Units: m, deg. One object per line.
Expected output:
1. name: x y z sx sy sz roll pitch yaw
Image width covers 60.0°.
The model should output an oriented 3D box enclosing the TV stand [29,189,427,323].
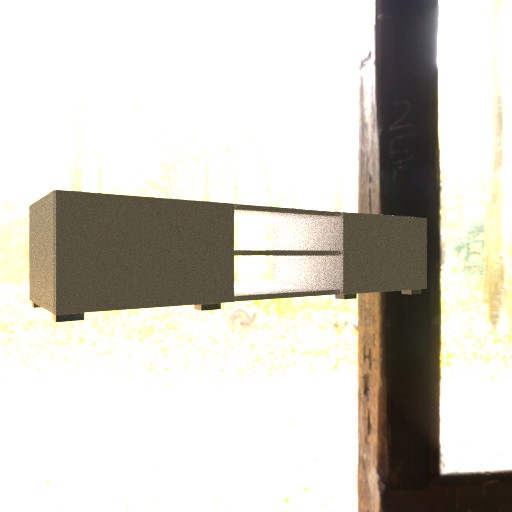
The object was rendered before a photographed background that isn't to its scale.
1. TV stand: 0.000 0.000 1.582 1.400 0.310 0.420 0 0 -34
